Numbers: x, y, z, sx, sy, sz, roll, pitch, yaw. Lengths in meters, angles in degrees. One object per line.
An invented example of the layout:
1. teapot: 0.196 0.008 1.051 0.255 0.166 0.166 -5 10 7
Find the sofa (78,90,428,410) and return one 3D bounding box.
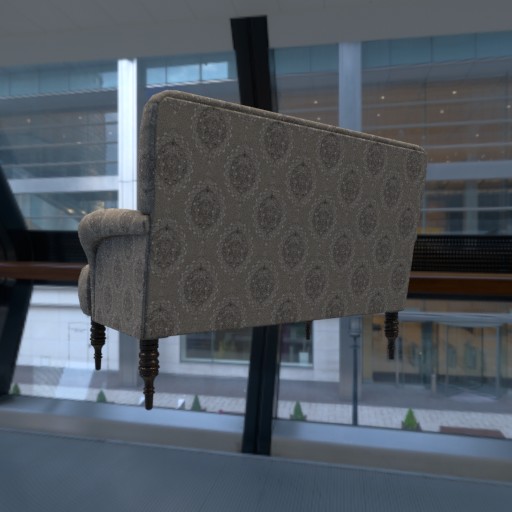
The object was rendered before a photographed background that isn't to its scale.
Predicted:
1. sofa: 0.000 0.000 1.785 1.297 0.889 0.779 0 0 -35
